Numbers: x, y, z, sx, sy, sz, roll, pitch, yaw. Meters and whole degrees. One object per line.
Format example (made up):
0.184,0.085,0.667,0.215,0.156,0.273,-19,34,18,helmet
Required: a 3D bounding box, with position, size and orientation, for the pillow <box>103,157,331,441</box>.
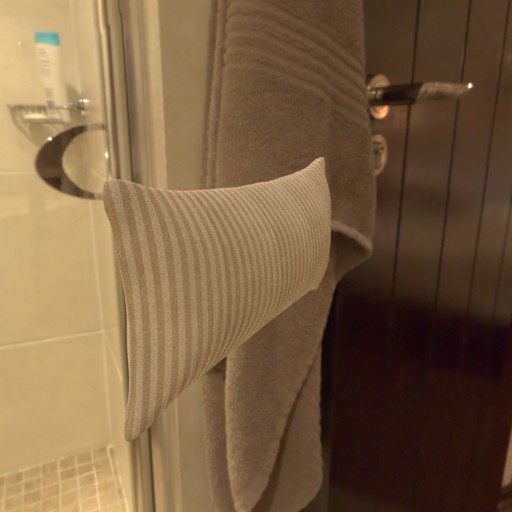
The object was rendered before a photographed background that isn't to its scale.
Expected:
0.000,0.000,0.723,0.151,0.295,0.617,8,17,27,pillow
